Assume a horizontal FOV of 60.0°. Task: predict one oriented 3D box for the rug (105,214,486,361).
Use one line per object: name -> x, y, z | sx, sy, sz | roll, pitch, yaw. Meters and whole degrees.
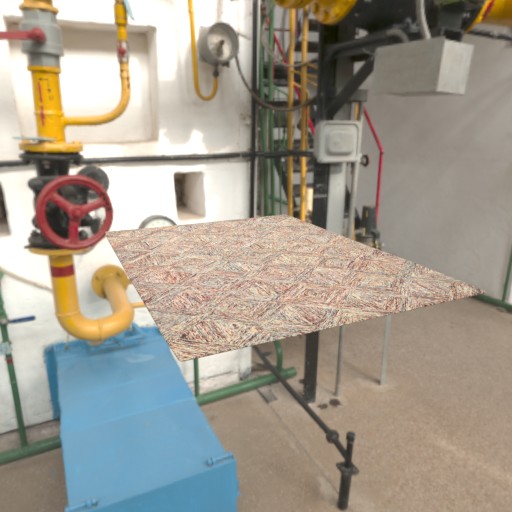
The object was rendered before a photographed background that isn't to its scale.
rug -> 0.000, 0.000, 4.288 | 2.436, 0.024, 3.226 | -8, 19, -24
